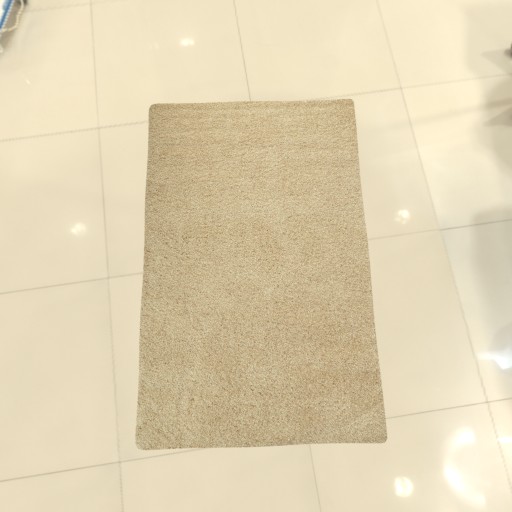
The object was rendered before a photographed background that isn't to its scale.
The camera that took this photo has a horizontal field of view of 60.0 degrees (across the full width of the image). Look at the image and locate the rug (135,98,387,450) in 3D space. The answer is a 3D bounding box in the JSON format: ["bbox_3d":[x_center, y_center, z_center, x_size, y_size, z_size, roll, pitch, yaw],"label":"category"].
[{"bbox_3d":[0.000,0.000,2.943,1.500,0.025,2.349,-2,75,0],"label":"rug"}]
